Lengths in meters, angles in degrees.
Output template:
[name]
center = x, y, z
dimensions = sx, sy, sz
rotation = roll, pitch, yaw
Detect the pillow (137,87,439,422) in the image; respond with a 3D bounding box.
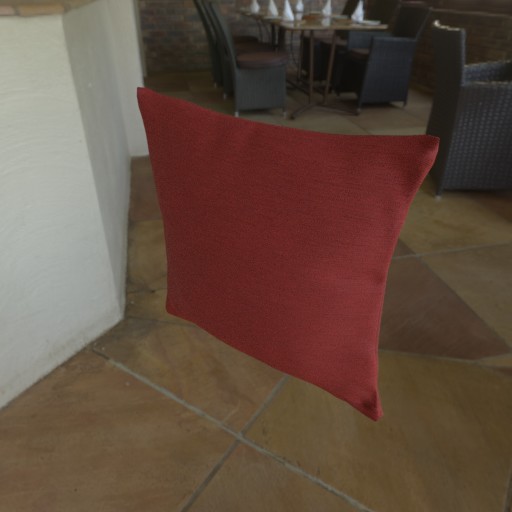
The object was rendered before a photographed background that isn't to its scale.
[pillow]
center = 0.000, 0.000, 0.635
dimensions = 0.435, 0.416, 0.151
rotation = 21, 37, 30
